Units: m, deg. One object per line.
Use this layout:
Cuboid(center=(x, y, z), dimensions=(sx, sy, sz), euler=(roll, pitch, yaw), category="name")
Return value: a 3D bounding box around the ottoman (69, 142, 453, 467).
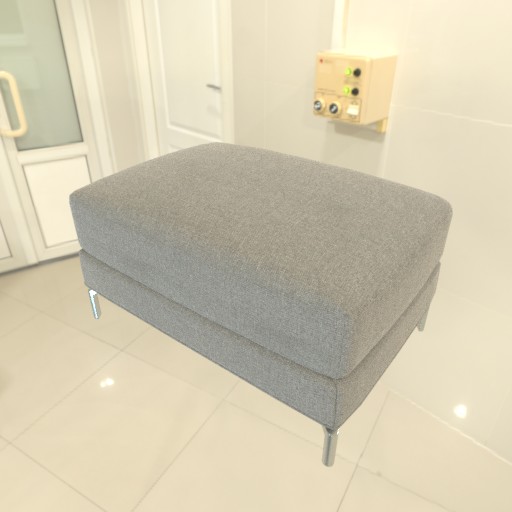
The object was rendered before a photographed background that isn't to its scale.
Cuboid(center=(0.000, 0.000, 1.191), dimensions=(0.838, 0.457, 0.584), euler=(22, 37, 31), category="ottoman")
